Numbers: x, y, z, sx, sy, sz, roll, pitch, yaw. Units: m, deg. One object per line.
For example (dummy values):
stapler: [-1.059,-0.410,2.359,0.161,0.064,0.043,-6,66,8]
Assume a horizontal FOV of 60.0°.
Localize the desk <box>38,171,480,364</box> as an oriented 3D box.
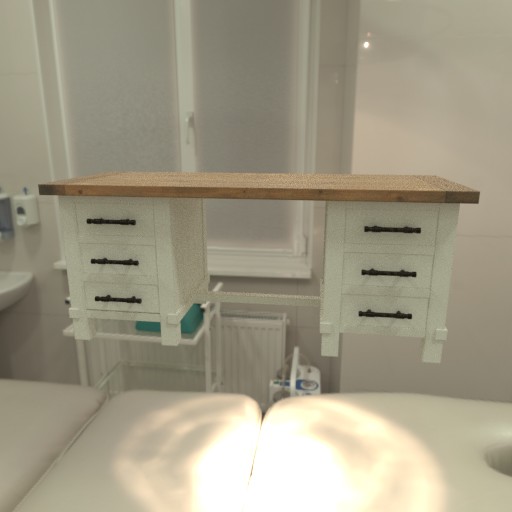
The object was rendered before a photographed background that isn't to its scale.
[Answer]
desk: [0.000,0.000,2.222,1.803,0.760,0.688,2,16,8]
